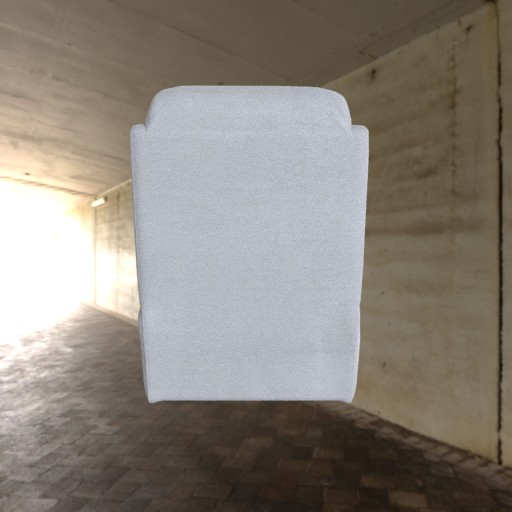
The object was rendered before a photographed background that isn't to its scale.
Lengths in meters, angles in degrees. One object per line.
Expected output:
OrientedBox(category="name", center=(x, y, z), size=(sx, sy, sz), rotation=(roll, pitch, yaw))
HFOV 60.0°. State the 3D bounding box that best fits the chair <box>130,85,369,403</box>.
OrientedBox(category="chair", center=(0.000, 0.000, 1.732), size=(0.798, 1.013, 1.043), rotation=(0, 0, 0))
